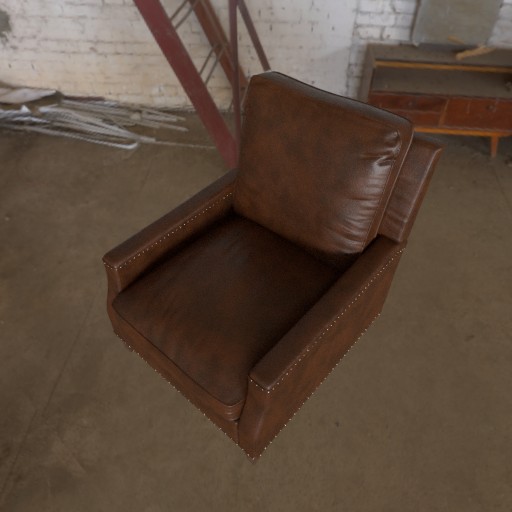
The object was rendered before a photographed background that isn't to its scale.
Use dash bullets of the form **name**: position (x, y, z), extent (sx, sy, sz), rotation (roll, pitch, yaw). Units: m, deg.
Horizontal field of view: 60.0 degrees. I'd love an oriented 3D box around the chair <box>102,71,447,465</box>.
- **chair**: position (0.000, 0.000, 1.759), extent (0.854, 1.054, 1.035), rotation (32, 54, 27)
